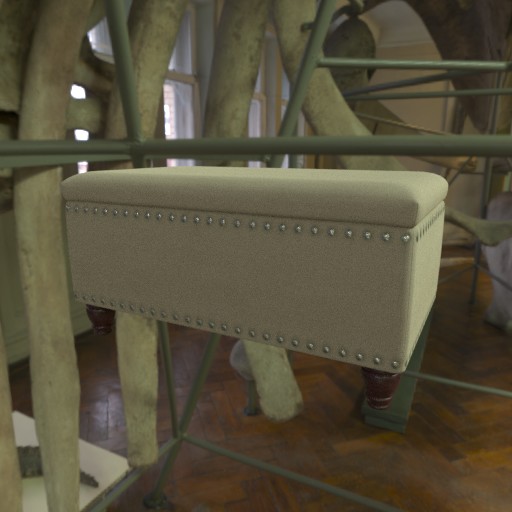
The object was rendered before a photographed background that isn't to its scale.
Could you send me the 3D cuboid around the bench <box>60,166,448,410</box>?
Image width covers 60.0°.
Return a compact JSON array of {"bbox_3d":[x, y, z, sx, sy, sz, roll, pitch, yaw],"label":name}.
[{"bbox_3d":[0.000,0.000,1.197,0.887,0.449,0.500,7,15,27],"label":"bench"}]
